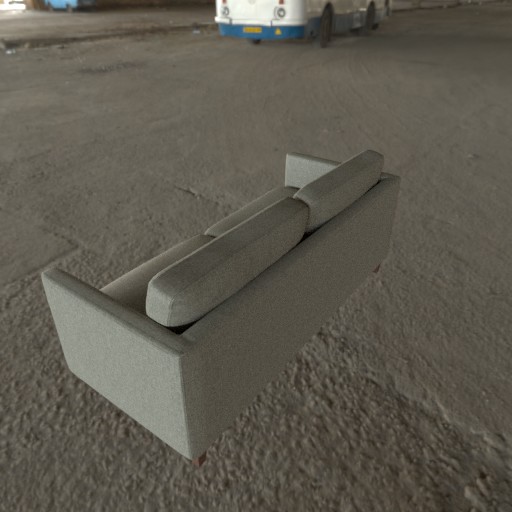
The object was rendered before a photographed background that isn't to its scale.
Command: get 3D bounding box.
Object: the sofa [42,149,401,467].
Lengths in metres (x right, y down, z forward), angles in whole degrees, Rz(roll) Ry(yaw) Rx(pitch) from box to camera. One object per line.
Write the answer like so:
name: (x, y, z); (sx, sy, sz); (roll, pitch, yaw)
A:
sofa: (0.000, 0.000, 2.722); (0.956, 0.960, 2.208); (21, 38, 30)
